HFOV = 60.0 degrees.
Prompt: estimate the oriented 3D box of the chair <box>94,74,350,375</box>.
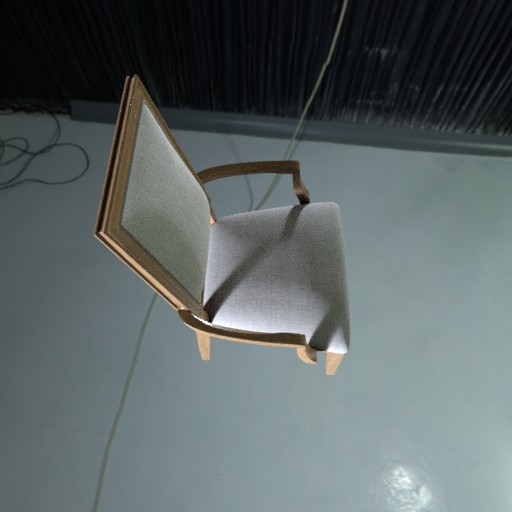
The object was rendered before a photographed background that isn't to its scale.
[{"bbox_3d":[0.000,0.000,1.354,0.602,0.990,0.606,1,63,0],"label":"chair"}]
